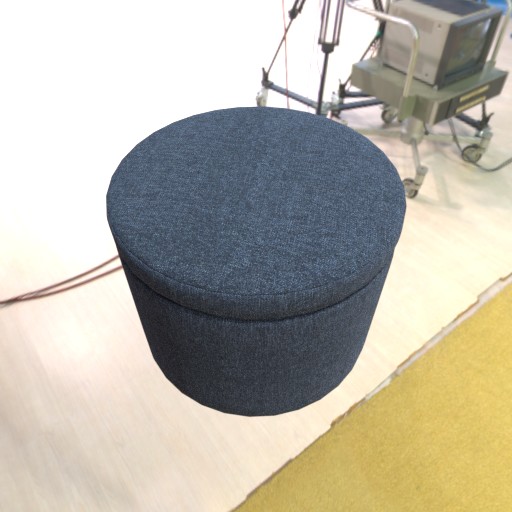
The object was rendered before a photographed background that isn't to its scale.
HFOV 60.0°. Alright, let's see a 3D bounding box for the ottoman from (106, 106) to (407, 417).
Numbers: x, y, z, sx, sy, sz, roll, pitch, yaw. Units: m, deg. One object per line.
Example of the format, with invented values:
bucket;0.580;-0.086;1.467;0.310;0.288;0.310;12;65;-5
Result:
ottoman;0.000;0.000;0.885;0.500;0.419;0.500;0;47;0
